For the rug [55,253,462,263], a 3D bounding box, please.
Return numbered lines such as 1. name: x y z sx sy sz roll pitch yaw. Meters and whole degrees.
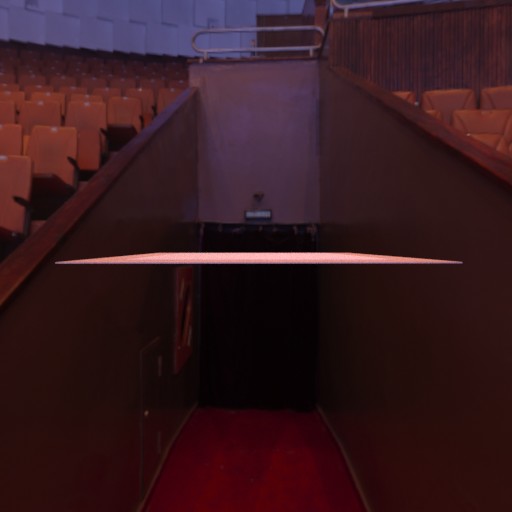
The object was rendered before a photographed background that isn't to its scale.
1. rug: 0.000 0.000 4.175 2.438 0.014 3.048 0 1 -1
